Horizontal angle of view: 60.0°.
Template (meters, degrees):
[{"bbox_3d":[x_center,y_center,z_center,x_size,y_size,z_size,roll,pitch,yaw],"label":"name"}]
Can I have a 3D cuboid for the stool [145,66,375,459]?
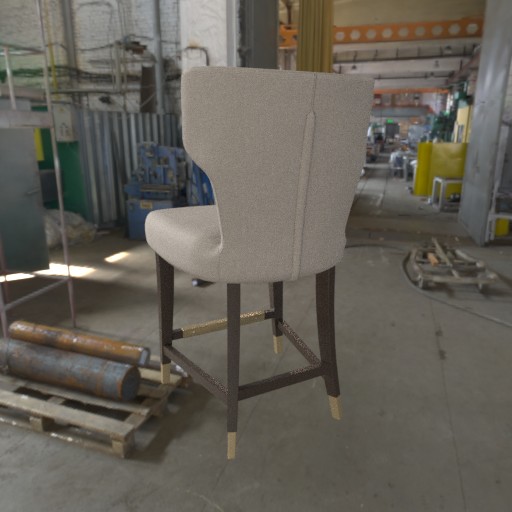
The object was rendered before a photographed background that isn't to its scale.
[{"bbox_3d":[0.000,0.000,1.313,0.527,0.982,0.563,-8,18,-27],"label":"stool"}]
